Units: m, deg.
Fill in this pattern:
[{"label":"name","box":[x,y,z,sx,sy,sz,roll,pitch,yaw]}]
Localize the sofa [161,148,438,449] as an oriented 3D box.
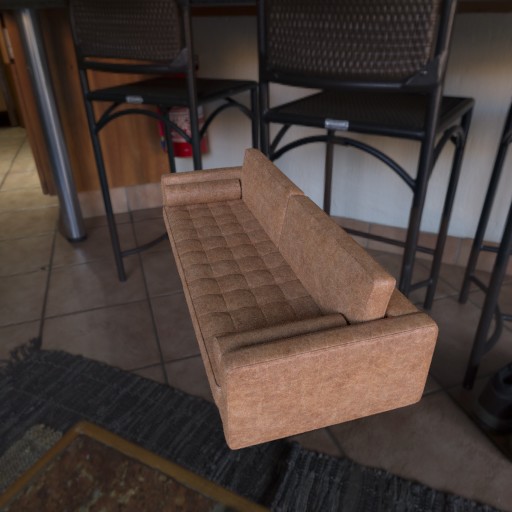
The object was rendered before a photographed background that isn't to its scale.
[{"label":"sofa","box":[0.000,0.000,2.673,0.919,0.770,2.200,-8,31,-14]}]
